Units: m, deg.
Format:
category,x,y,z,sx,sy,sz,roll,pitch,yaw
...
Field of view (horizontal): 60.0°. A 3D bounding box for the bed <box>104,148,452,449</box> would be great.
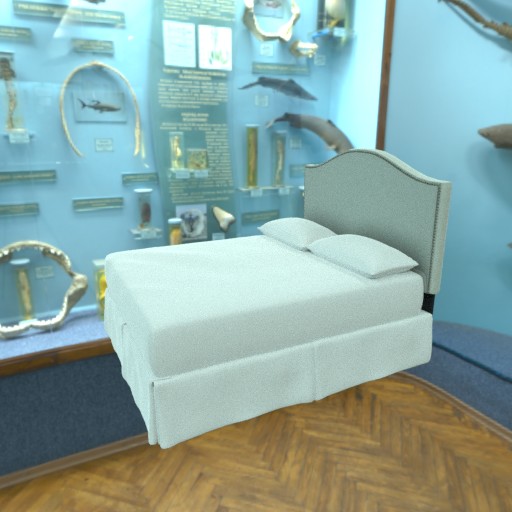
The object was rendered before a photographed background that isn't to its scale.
category,x,y,z,sx,sy,sz,roll,pitch,yaw
bed,0.000,0.000,3.476,2.180,1.607,1.813,-8,18,-25
